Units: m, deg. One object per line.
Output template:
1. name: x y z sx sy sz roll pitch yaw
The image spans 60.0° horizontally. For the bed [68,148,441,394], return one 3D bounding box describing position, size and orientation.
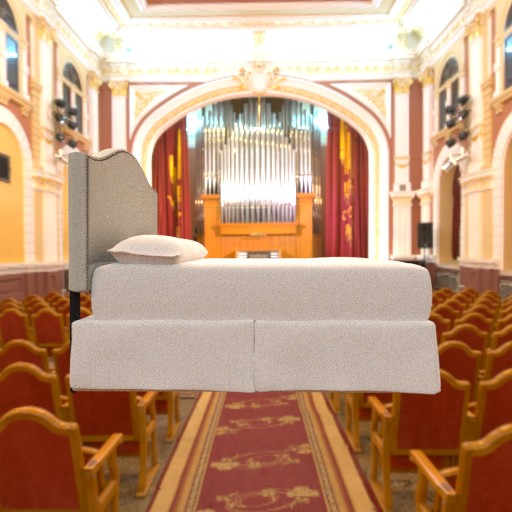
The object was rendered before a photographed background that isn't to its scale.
1. bed: 0.000 0.000 3.391 2.180 1.607 1.813 0 1 1
